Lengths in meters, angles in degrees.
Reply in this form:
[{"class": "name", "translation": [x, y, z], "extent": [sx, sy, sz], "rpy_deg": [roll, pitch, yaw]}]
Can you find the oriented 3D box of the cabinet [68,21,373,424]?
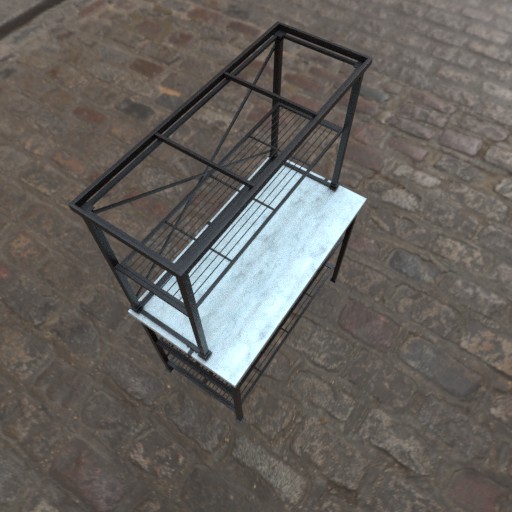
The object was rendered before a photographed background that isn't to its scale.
[{"class": "cabinet", "translation": [0.000, 0.000, 2.239], "extent": [0.610, 1.659, 1.210], "rpy_deg": [30, 63, 17]}]
